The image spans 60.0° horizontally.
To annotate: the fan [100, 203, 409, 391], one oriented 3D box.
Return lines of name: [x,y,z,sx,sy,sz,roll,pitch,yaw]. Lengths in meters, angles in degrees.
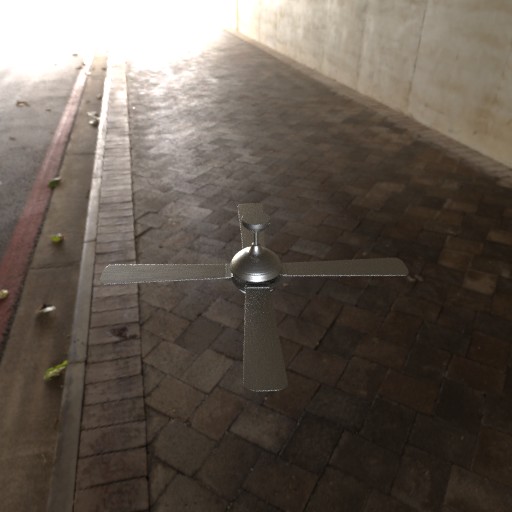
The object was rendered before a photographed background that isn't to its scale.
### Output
fan: [0.000,0.000,1.975,1.321,0.381,1.321,10,34,15]
